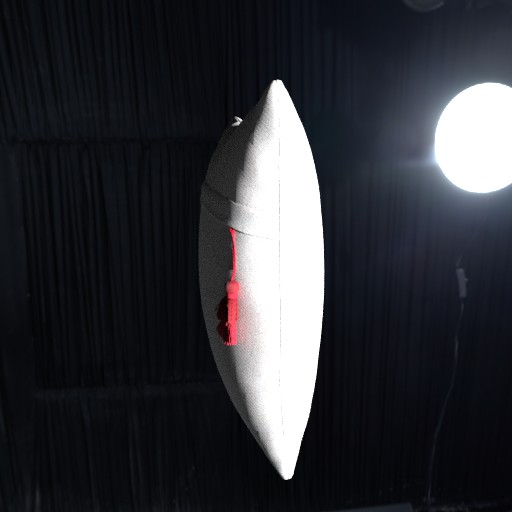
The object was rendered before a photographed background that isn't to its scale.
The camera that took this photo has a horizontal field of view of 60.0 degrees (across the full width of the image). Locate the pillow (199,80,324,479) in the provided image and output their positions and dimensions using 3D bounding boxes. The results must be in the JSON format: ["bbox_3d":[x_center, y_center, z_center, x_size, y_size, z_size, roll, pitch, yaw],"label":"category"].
[{"bbox_3d":[0.000,0.000,0.671,0.173,0.436,0.433,-2,13,-8],"label":"pillow"}]
